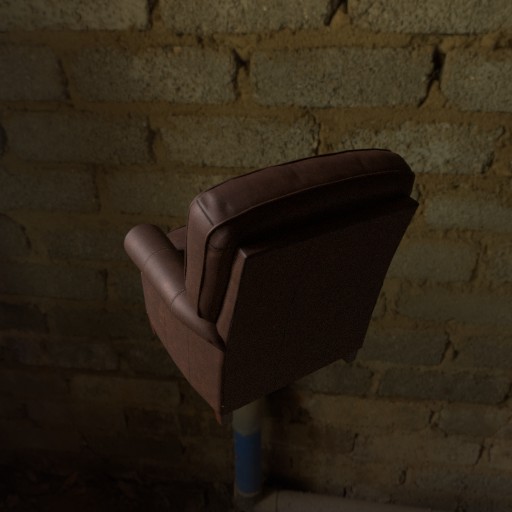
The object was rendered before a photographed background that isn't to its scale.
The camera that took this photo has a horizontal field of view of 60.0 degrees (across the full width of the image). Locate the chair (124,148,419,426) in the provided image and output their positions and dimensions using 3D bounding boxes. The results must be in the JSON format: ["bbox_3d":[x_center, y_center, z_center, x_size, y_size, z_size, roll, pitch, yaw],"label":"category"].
[{"bbox_3d":[0.000,0.000,1.851,0.936,1.018,0.986,-17,34,-27],"label":"chair"}]
